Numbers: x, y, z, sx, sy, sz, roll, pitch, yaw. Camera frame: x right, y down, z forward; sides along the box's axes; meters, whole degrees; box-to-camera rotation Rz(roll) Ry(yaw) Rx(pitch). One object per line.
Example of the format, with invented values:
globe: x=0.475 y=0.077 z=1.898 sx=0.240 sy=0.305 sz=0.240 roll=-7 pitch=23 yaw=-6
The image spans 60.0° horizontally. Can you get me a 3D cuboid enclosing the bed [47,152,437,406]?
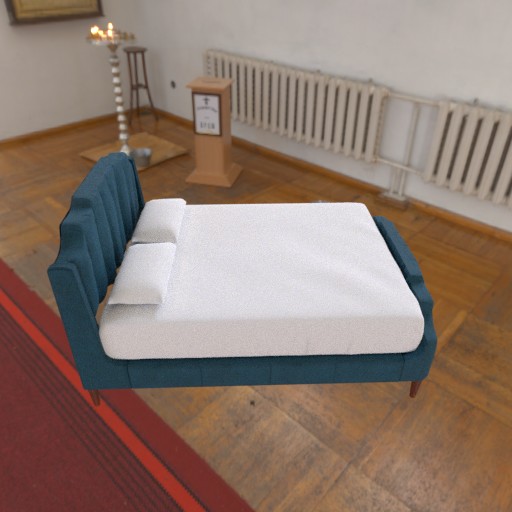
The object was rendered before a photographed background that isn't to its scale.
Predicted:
bed: x=0.000 y=0.000 z=3.359 sx=2.322 sy=1.351 sz=1.676 roll=-1 pitch=34 yaw=-2
